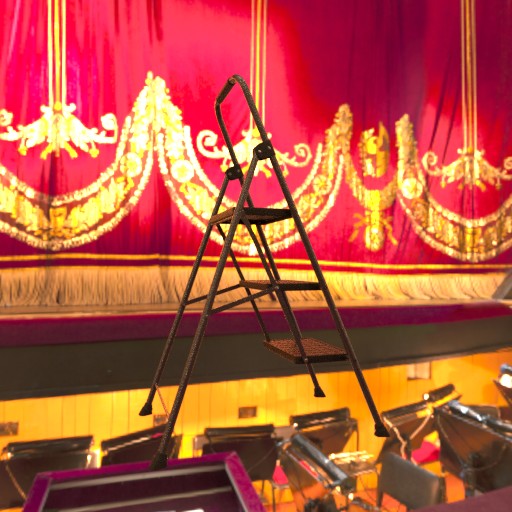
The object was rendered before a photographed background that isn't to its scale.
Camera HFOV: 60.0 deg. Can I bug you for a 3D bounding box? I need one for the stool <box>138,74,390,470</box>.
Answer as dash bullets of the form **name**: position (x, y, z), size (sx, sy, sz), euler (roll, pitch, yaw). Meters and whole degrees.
- **stool**: position (0.000, 0.000, 1.490), size (0.733, 1.121, 0.473), euler (0, -1, -18)
